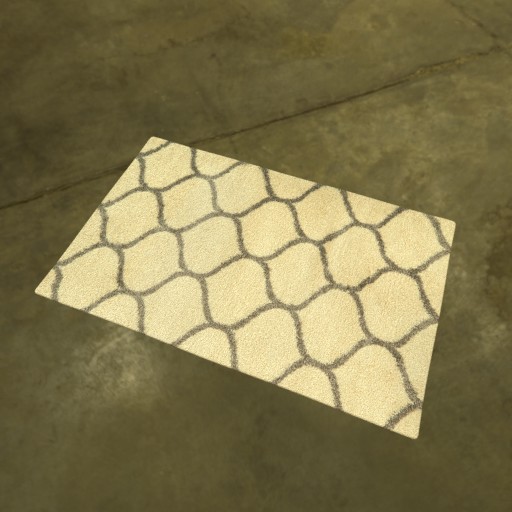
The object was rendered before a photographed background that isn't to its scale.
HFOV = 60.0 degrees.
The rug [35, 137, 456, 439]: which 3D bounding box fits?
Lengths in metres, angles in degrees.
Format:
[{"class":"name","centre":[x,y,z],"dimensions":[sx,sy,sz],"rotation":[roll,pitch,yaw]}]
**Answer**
[{"class":"rug","centre":[0.000,0.000,2.876],"dimensions":[2.348,0.024,1.501],"rotation":[18,59,12]}]
